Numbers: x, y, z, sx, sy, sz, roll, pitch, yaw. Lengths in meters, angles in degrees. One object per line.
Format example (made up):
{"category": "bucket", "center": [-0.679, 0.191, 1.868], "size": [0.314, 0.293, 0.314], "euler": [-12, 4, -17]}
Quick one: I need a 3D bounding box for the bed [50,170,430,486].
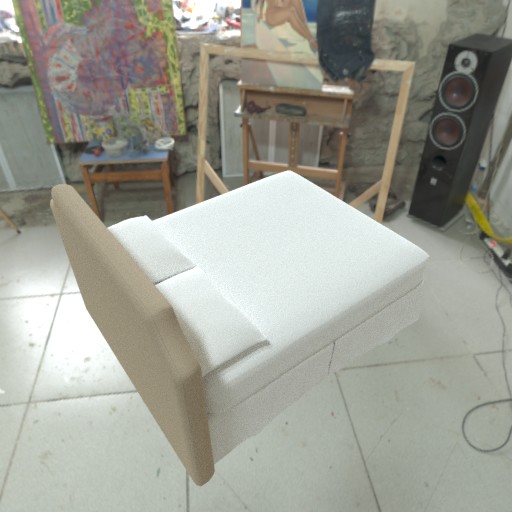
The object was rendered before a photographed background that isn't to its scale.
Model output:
{"category": "bed", "center": [0.000, 0.000, 3.252], "size": [2.204, 1.301, 1.828], "euler": [-26, 46, -28]}
